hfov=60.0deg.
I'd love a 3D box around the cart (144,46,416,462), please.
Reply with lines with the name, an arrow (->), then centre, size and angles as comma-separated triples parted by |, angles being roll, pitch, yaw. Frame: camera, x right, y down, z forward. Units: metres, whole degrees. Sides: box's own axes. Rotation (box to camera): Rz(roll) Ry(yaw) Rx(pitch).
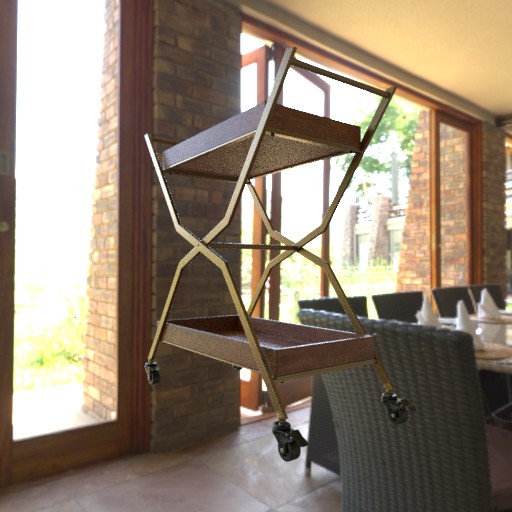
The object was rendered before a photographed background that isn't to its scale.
cart -> 0.000, 0.000, 1.340 | 0.405, 0.869, 0.836 | 1, -2, -36
